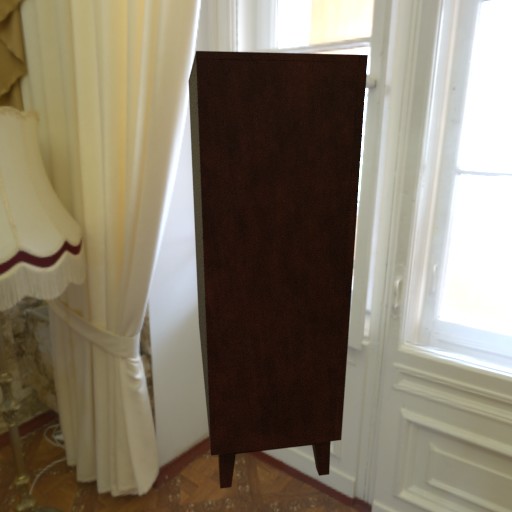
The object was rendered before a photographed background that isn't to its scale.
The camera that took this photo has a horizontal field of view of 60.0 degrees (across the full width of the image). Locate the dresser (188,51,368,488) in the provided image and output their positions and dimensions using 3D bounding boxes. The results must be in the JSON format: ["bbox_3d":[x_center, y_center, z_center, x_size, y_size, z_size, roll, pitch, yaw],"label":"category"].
[{"bbox_3d":[0.000,0.000,1.962,0.506,1.514,1.072,-3,18,-9],"label":"dresser"}]
